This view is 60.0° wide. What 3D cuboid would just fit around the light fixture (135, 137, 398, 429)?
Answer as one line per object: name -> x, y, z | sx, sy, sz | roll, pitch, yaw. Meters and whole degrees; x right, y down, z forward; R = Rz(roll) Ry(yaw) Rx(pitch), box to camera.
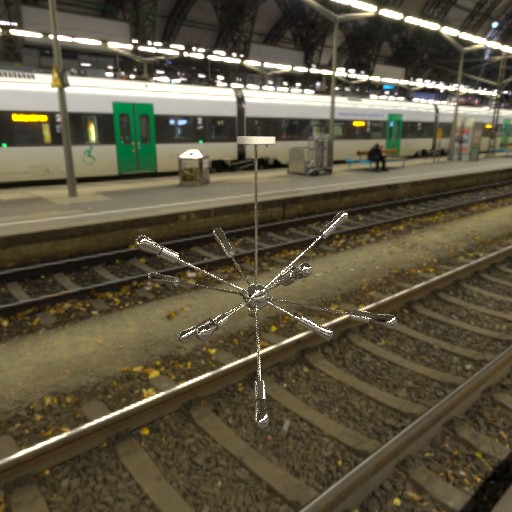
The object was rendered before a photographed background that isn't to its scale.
light fixture -> 0.000, 0.000, 1.074 | 0.684, 0.558, 0.509 | 8, 18, 27
